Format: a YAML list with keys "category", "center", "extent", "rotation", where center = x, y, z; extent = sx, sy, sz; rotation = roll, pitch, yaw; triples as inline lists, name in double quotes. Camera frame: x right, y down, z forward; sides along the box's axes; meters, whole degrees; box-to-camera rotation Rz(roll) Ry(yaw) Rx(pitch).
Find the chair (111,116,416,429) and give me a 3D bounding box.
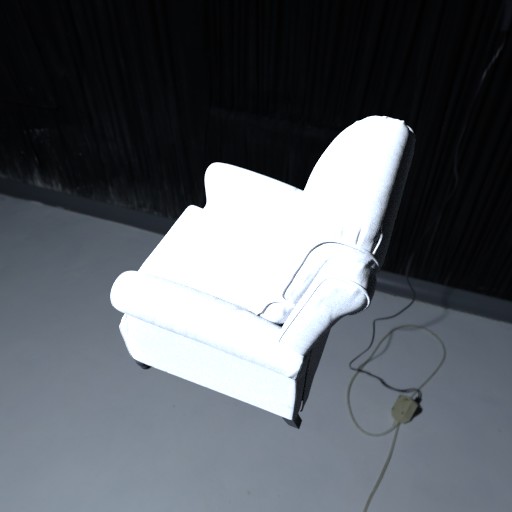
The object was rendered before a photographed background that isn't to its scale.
- category: "chair"
  center: [0.000, 0.000, 1.719]
  extent: [0.919, 1.046, 0.859]
  rotation: [16, 48, 15]
